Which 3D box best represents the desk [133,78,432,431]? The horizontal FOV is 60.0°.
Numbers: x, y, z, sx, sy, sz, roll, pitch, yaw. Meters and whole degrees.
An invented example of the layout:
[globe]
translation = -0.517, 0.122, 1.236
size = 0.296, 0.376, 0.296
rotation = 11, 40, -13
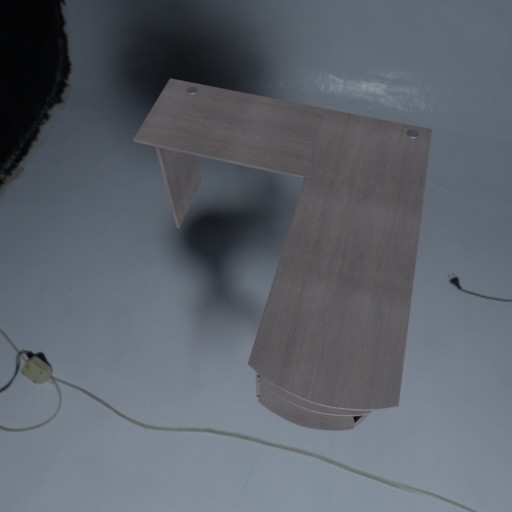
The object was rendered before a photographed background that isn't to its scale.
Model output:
[desk]
translation = 0.000, 0.000, 2.113
size = 1.303, 0.716, 1.361
rotation = 14, 60, 8
